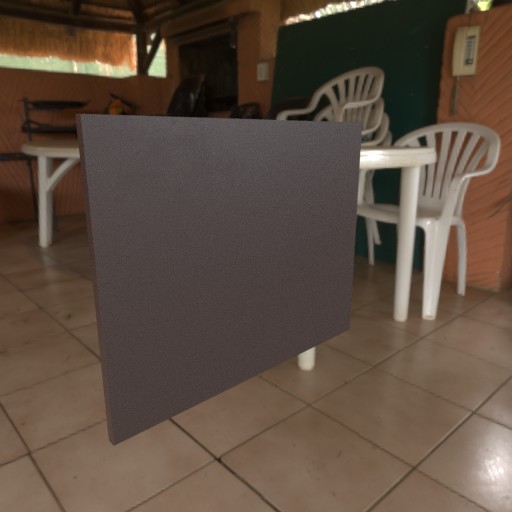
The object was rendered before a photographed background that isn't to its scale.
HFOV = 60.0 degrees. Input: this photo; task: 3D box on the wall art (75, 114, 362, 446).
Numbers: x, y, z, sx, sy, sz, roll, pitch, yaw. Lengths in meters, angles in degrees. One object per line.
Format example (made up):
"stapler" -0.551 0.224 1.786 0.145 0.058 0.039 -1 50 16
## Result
"wall art" 0.000 0.000 1.618 1.207 0.952 0.034 -14 21 -41
